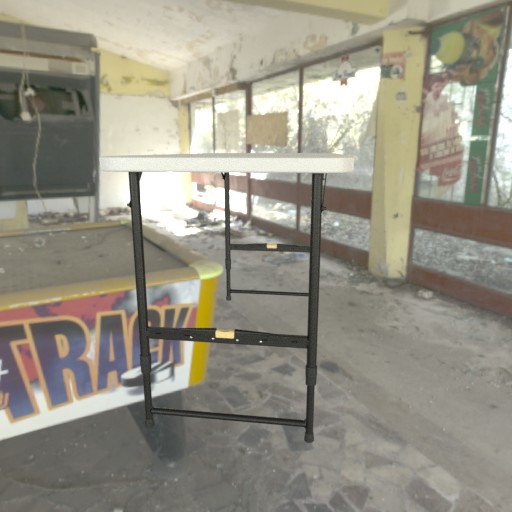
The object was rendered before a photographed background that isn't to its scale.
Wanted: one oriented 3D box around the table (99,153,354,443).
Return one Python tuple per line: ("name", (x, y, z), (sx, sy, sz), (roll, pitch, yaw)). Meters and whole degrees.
("table", (0.000, 0.000, 1.646), (0.610, 0.737, 1.219), (2, 14, 8))
